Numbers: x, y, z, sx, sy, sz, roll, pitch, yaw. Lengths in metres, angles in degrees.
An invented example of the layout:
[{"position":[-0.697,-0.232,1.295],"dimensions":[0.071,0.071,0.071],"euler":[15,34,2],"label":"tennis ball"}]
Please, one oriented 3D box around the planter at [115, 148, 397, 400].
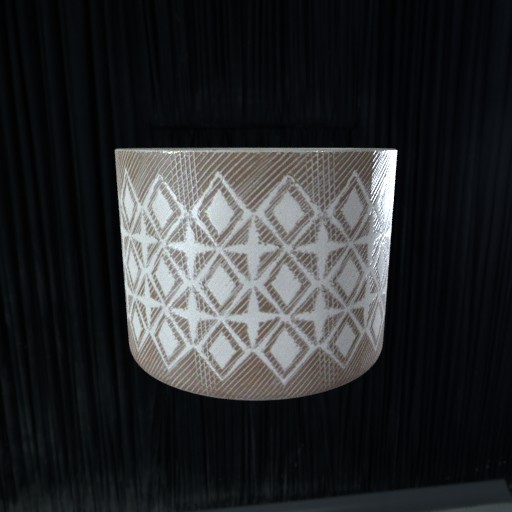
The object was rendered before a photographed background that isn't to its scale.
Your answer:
[{"position":[0.000,0.000,0.220],"dimensions":[0.126,0.104,0.126],"euler":[0,14,0],"label":"planter"}]
